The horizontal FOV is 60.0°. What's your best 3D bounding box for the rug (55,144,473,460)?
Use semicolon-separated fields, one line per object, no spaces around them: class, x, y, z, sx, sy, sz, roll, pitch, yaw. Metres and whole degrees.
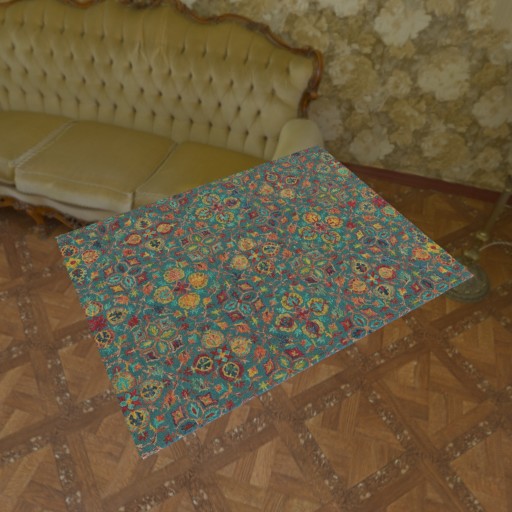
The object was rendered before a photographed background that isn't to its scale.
rug;0.000;0.000;4.225;3.204;0.025;2.434;-23;52;-20
